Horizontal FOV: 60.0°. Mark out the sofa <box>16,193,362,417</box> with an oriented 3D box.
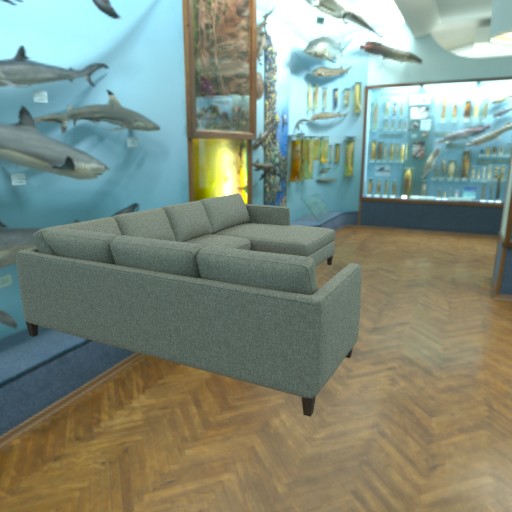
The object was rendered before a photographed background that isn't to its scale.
[{"bbox_3d":[0.000,0.000,4.405,2.551,0.889,3.403,7,16,26],"label":"sofa"}]
